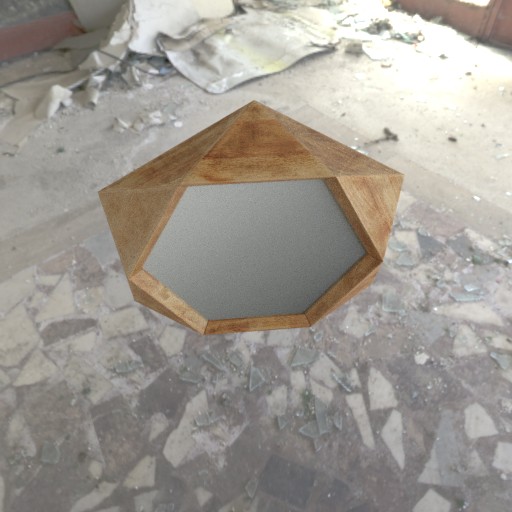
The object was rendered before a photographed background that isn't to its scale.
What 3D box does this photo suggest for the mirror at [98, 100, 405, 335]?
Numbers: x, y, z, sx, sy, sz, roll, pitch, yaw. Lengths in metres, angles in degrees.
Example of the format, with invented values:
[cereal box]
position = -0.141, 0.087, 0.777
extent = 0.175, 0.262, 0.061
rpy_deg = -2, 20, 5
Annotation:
[mirror]
position = 0.000, 0.000, 1.089
extent = 0.675, 0.779, 0.091
rpy_deg = -4, 48, -3
